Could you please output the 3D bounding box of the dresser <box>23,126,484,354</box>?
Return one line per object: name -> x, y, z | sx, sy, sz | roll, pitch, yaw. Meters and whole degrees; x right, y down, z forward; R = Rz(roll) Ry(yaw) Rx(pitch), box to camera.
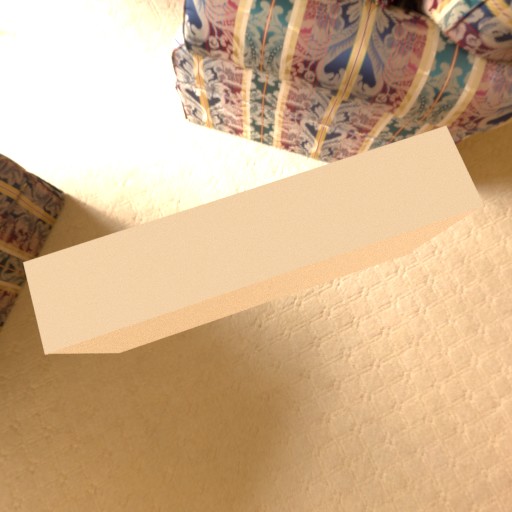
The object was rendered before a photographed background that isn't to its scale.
dresser -> 0.000, 0.000, 1.883 | 1.535, 0.790, 0.333 | -18, 78, -4
